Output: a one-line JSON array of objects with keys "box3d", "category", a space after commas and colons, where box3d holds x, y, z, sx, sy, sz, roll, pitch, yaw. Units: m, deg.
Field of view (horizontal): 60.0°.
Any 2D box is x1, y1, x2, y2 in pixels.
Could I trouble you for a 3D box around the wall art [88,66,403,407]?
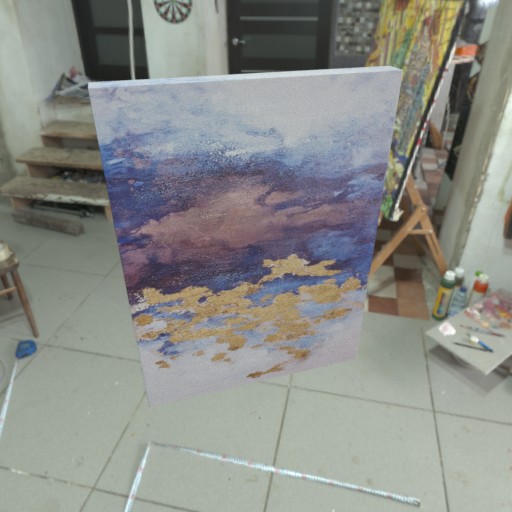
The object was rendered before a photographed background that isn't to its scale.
[{"box3d": [0.000, 0.000, 0.759, 0.437, 0.581, 0.036, -9, 33, -14], "category": "wall art"}]
